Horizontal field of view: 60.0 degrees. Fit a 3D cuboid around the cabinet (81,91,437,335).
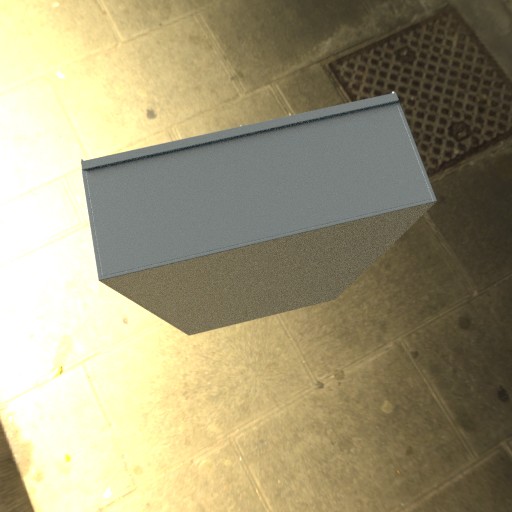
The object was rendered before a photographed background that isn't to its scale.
[{"bbox_3d":[0.000,0.000,2.679,1.250,2.160,0.480,-13,75,-4],"label":"cabinet"}]
